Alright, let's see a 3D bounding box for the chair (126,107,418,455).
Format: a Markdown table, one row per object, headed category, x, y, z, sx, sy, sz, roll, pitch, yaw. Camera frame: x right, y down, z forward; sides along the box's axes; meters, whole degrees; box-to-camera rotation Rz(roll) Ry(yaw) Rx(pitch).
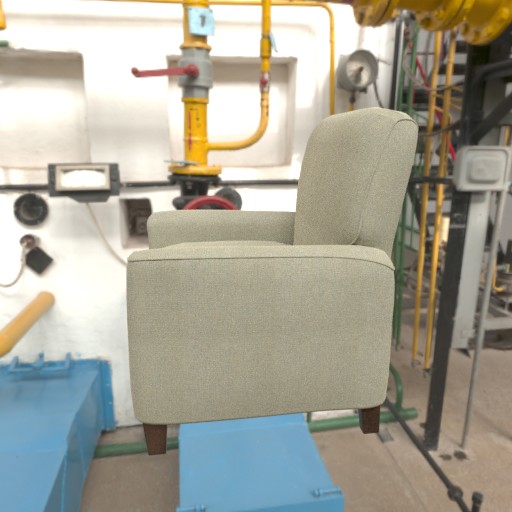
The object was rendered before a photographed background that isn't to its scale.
| category | x | y | z | sx | sy | sz | roll | pitch | yaw |
| --- | --- | --- | --- | --- | --- | --- | --- | --- | --- |
| chair | 0.000 | 0.000 | 1.599 | 0.853 | 1.006 | 0.850 | -2 | 14 | -8 |
